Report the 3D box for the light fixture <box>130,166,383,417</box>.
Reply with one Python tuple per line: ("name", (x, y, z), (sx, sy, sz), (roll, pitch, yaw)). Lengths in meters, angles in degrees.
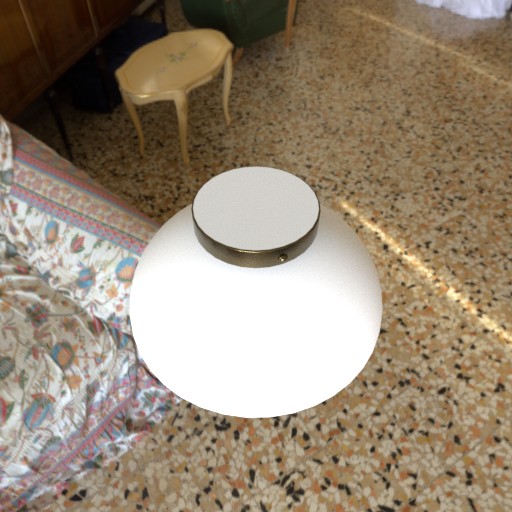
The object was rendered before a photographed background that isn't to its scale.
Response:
("light fixture", (0.000, 0.000, 0.576), (0.355, 0.177, 0.355), (0, 48, 0))
